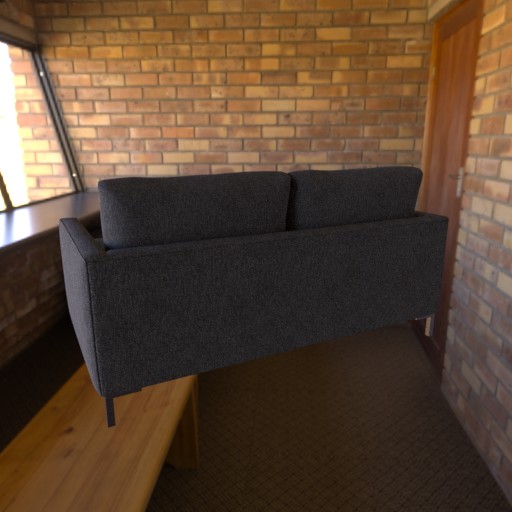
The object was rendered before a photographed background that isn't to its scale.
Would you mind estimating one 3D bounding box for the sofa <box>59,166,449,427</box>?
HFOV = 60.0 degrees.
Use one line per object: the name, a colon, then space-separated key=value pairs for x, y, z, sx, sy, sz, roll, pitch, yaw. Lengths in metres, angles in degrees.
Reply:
sofa: x=0.000 y=0.000 z=2.184 sx=1.716 sy=0.862 sz=0.866 roll=-8 pitch=16 yaw=-27
